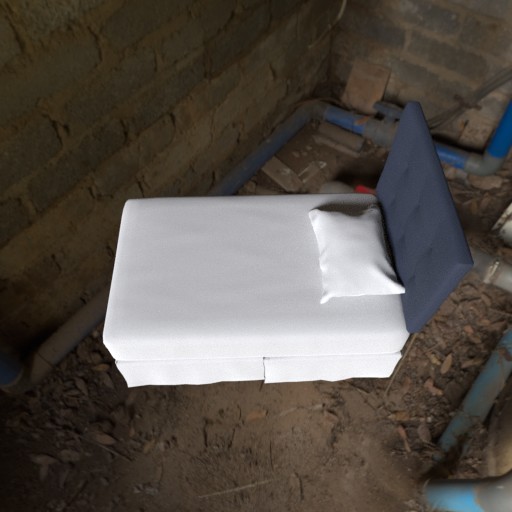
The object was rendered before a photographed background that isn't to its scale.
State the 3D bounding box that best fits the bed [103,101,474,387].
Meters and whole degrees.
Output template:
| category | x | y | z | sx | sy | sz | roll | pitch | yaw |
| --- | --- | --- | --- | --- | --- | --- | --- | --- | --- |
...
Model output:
| category | x | y | z | sx | sy | sz | roll | pitch | yaw |
| --- | --- | --- | --- | --- | --- | --- | --- | --- | --- |
| bed | 0.000 | 0.000 | 2.956 | 1.997 | 1.571 | 1.261 | -1 | 58 | -1 |
